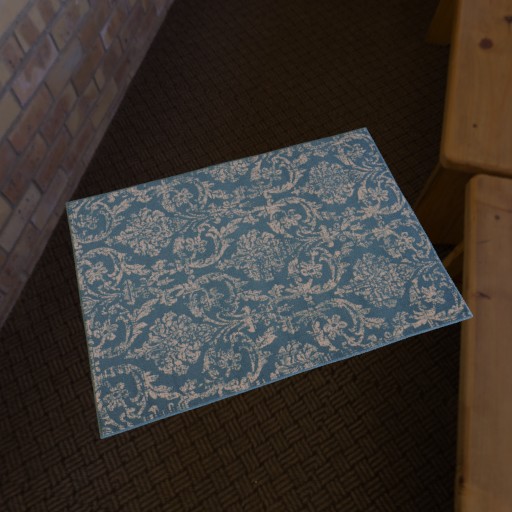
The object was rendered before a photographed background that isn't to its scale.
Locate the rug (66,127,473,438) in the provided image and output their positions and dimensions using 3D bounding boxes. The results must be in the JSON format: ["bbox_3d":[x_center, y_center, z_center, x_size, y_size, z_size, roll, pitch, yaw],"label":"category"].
[{"bbox_3d":[0.000,0.000,2.809,2.205,0.012,1.554,-16,64,-8],"label":"rug"}]
